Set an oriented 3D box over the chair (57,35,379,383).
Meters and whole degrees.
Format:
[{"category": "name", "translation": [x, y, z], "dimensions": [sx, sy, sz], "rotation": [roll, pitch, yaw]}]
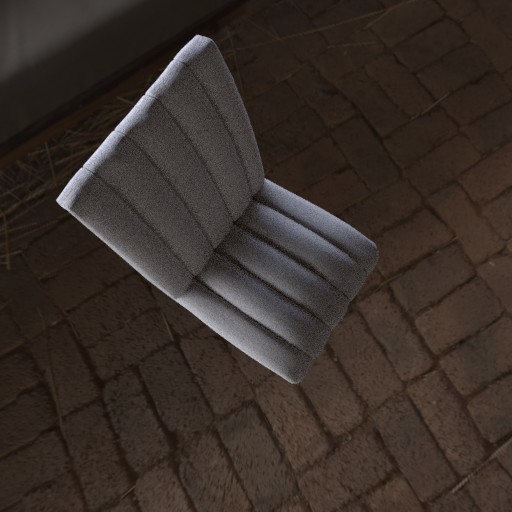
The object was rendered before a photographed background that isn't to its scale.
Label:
[{"category": "chair", "translation": [0.000, 0.000, 1.347], "dimensions": [0.647, 1.016, 0.511], "rotation": [33, 78, 8]}]
